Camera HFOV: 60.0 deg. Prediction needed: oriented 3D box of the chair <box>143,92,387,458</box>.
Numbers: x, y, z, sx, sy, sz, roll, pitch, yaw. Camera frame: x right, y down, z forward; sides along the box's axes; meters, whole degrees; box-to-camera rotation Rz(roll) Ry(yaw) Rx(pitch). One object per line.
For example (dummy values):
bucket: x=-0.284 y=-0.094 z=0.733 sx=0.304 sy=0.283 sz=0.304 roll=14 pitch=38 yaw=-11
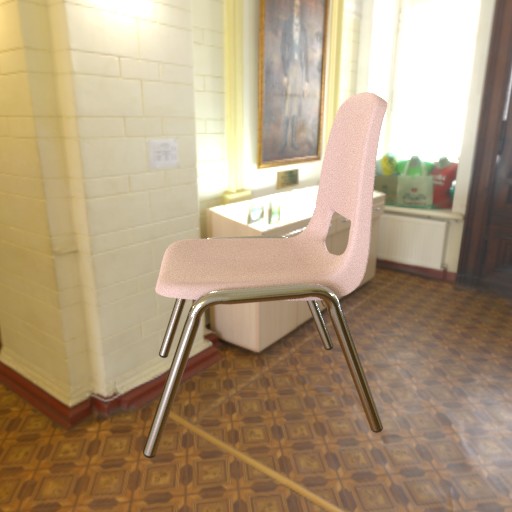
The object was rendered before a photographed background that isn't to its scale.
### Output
chair: x=0.000 y=0.000 z=0.842 sx=0.423 sy=0.586 sz=0.354 roll=-2 pitch=17 yaw=-7
